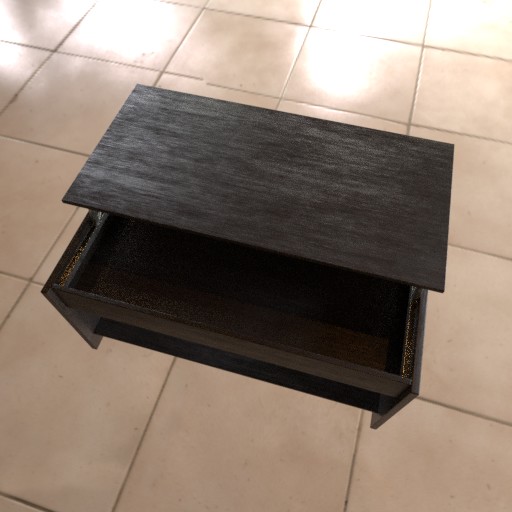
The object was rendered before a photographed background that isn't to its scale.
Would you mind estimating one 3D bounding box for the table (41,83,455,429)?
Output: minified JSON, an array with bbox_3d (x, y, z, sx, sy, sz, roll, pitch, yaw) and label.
[{"bbox_3d":[0.000,0.000,1.423,1.000,0.570,0.712,14,60,8],"label":"table"}]
